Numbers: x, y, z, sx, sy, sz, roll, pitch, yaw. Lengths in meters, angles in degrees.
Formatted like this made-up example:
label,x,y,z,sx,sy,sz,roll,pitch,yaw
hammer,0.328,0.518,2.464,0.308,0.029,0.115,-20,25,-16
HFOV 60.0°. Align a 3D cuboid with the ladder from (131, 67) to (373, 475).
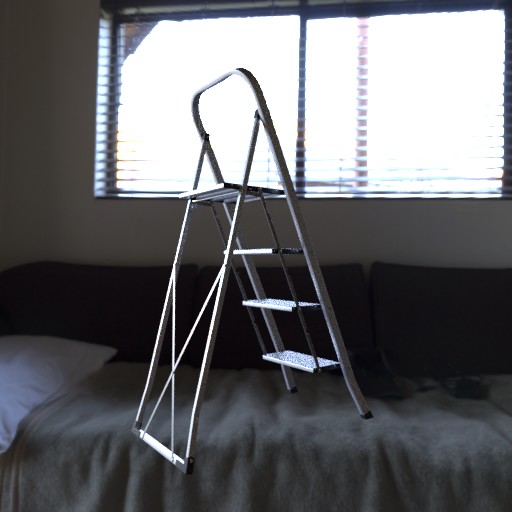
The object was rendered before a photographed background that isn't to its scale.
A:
label,x,y,z,sx,sy,sz,roll,pitch,yaw
ladder,0.000,0.000,1.709,0.830,1.290,0.465,1,-1,-38
